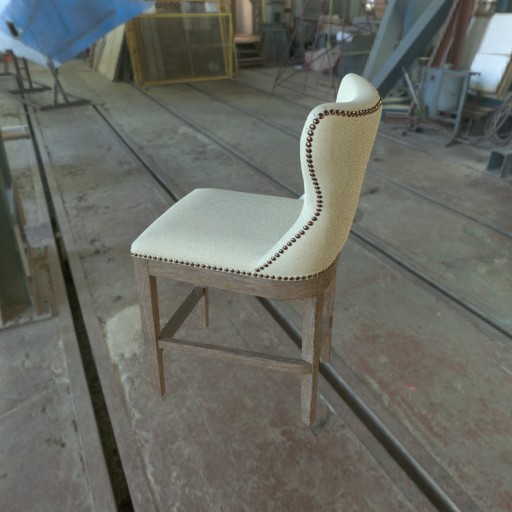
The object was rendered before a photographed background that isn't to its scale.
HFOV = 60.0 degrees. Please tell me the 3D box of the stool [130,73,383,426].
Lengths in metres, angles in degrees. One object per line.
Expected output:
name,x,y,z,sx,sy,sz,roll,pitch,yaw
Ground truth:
stool,0.000,0.000,1.325,0.608,0.981,0.498,9,32,15
